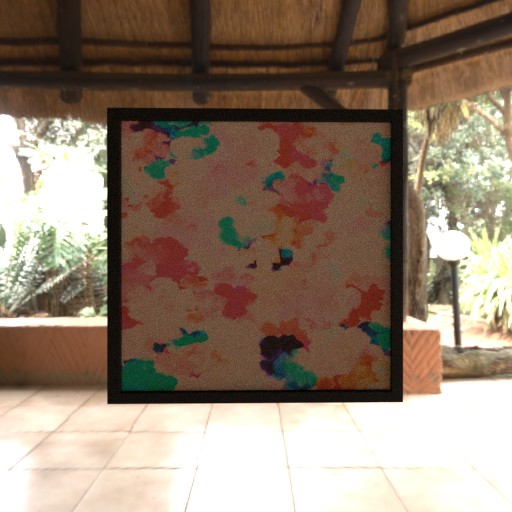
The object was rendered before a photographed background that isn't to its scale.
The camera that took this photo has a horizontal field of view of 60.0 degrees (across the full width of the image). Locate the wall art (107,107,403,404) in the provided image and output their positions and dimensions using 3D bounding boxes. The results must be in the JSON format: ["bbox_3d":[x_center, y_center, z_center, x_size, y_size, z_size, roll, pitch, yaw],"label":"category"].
[{"bbox_3d":[0.000,0.000,0.465,0.306,0.304,0.015,0,0,-1],"label":"wall art"}]
